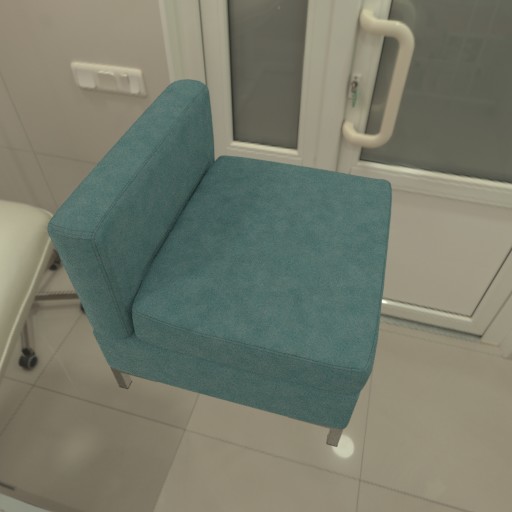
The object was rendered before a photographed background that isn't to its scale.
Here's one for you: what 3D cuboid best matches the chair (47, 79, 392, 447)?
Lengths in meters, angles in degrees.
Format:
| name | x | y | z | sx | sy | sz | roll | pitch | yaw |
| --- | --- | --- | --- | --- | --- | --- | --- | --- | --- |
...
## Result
| name | x | y | z | sx | sy | sz | roll | pitch | yaw |
| --- | --- | --- | --- | --- | --- | --- | --- | --- | --- |
| chair | 0.000 | 0.000 | 1.224 | 0.685 | 0.660 | 0.684 | 12 | 48 | 11 |
